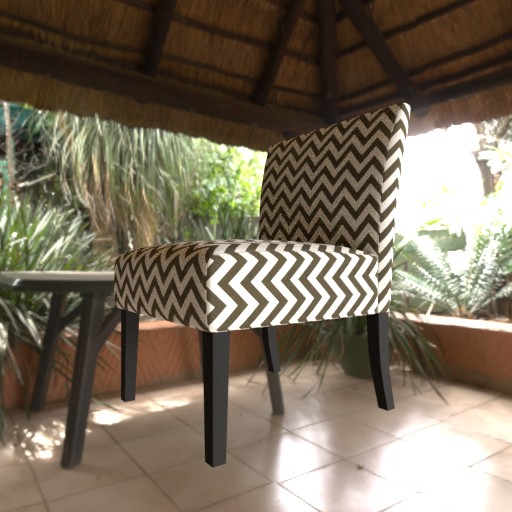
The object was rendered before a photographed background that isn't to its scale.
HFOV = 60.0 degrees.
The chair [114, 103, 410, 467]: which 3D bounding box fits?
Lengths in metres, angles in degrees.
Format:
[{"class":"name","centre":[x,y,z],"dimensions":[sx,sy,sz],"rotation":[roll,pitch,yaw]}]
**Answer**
[{"class":"chair","centre":[0.000,0.000,1.262],"dimensions":[0.648,0.838,0.589],"rotation":[0,0,-36]}]
